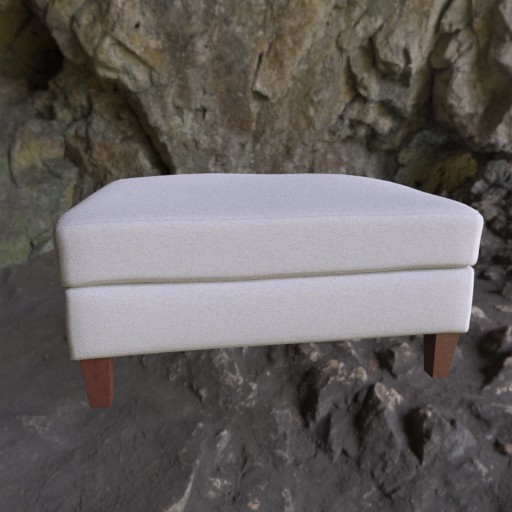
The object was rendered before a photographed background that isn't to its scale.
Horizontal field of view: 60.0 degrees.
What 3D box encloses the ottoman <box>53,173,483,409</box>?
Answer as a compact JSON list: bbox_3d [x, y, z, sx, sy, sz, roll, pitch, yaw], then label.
[{"bbox_3d":[0.000,0.000,1.394,0.976,0.492,0.836,-2,15,-9],"label":"ottoman"}]
